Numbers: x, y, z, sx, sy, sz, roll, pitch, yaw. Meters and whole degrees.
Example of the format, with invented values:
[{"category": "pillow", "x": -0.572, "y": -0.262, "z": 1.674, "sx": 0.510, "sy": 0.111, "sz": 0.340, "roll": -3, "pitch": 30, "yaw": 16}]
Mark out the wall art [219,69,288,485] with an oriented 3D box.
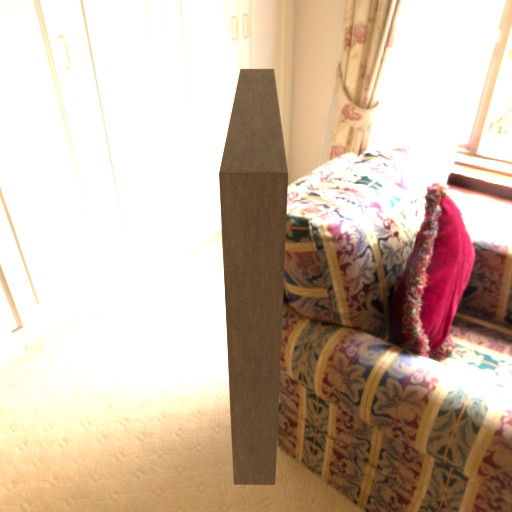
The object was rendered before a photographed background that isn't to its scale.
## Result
[{"category": "wall art", "x": 0.000, "y": 0.000, "z": 0.449, "sx": 0.038, "sy": 0.302, "sz": 0.303, "roll": 0, "pitch": 33, "yaw": 0}]
